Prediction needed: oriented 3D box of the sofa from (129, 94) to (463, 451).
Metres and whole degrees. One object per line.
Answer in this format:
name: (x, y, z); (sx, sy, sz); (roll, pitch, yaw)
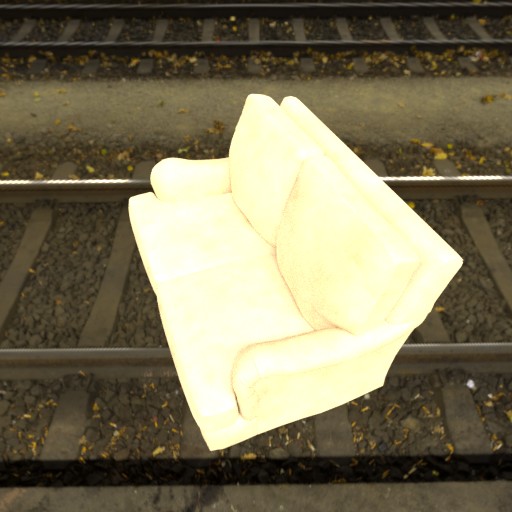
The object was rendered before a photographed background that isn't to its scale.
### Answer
sofa: (0.000, 0.000, 2.265); (1.086, 1.087, 1.498); (-16, 47, -15)
